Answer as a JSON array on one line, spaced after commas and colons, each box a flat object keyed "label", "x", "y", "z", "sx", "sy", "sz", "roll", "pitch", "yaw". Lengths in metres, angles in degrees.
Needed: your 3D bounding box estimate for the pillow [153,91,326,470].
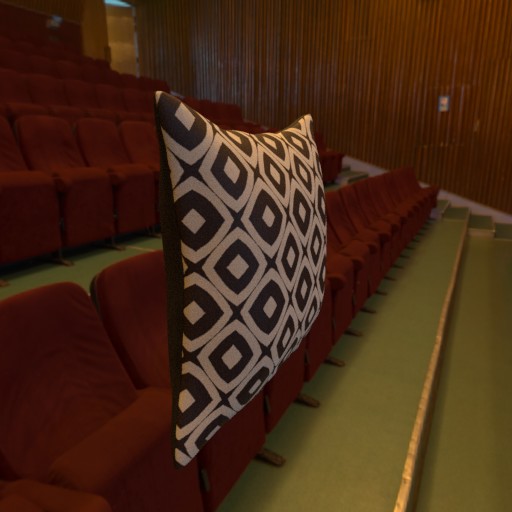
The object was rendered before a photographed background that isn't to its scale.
[{"label": "pillow", "x": 0.000, "y": 0.000, "z": 0.766, "sx": 0.188, "sy": 0.494, "sz": 0.504, "roll": 7, "pitch": 16, "yaw": 25}]
